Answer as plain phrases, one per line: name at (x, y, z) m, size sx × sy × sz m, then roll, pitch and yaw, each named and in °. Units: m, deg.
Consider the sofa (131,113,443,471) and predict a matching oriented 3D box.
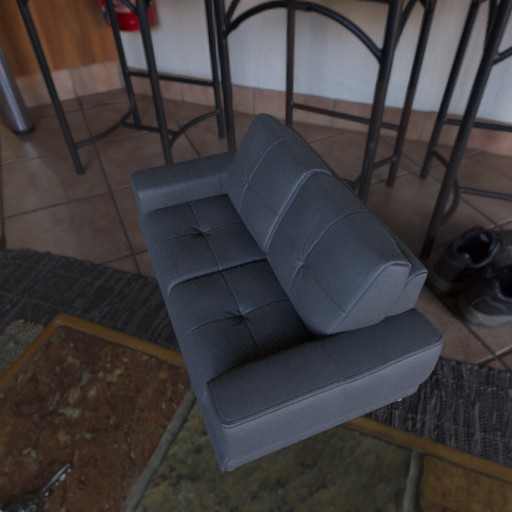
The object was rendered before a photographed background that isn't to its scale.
sofa at (0.000, 0.000, 2.352) m, size 1.018 × 0.907 × 1.806 m, roll -16°, pitch 47°, yaw -16°
